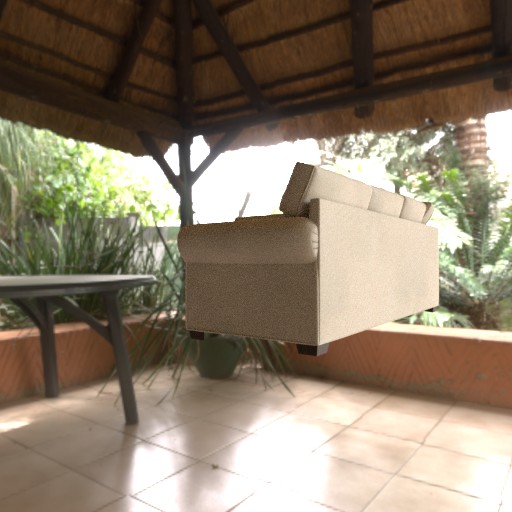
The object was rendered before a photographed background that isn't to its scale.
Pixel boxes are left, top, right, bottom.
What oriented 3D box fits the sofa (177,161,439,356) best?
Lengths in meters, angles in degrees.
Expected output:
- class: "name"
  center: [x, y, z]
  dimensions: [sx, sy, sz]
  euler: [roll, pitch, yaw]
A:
- class: "sofa"
  center: [0.000, 0.000, 3.908]
  dimensions: [2.487, 1.054, 2.569]
  euler: [0, -1, 35]
